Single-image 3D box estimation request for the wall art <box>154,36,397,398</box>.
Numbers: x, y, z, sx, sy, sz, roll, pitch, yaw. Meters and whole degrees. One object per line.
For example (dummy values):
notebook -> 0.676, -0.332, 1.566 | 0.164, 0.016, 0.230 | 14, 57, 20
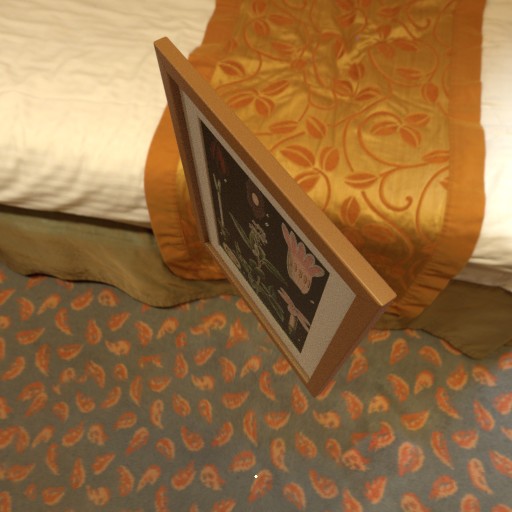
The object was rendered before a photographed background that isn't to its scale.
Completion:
wall art -> 0.000, 0.000, 0.517 | 0.015, 0.379, 0.310 | -32, 68, -15
